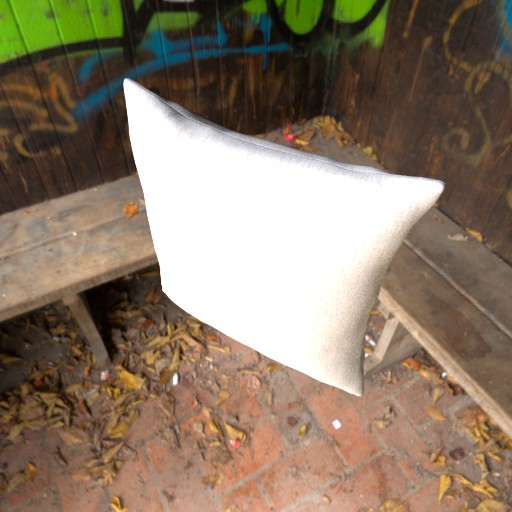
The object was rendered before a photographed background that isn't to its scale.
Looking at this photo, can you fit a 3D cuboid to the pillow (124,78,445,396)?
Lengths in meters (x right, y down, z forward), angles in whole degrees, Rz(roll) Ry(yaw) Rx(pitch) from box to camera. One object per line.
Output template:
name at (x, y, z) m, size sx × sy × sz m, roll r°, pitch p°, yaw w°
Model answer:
pillow at (0.000, 0.000, 0.671) m, size 0.433 × 0.436 × 0.173 m, roll 25°, pitch 51°, yaw 21°
